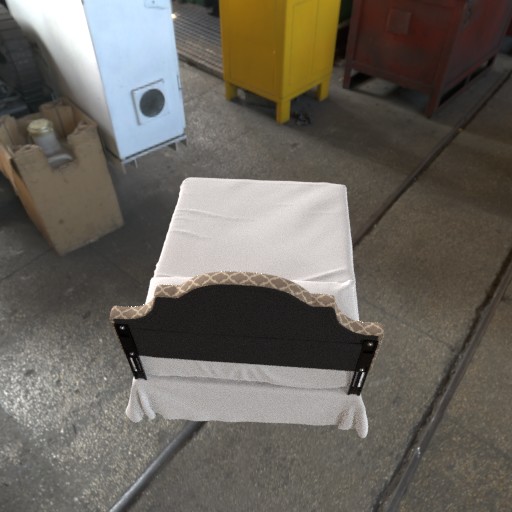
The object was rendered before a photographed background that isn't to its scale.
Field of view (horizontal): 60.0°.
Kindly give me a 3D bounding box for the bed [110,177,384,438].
[{"bbox_3d":[0.000,0.000,3.500,1.780,1.633,2.222,3,46,3],"label":"bed"}]
